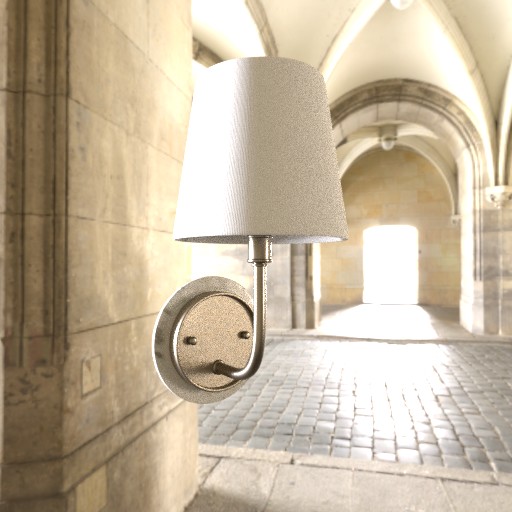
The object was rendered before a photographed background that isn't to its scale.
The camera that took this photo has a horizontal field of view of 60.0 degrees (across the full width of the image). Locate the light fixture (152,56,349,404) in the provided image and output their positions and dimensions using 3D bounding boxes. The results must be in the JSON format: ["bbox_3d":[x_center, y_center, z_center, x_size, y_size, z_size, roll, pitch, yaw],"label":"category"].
[{"bbox_3d":[0.000,0.000,0.443,0.168,0.337,0.188,1,-1,-34],"label":"light fixture"}]
